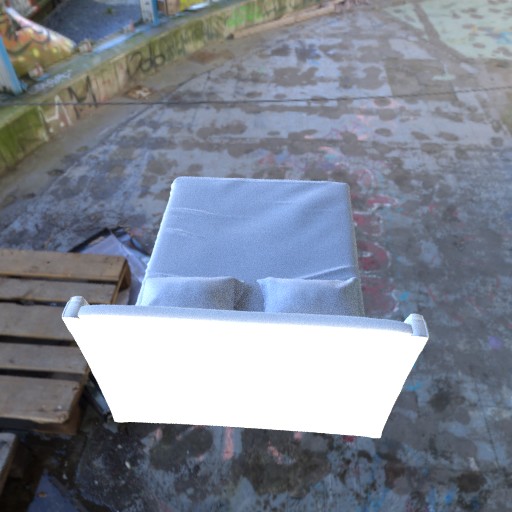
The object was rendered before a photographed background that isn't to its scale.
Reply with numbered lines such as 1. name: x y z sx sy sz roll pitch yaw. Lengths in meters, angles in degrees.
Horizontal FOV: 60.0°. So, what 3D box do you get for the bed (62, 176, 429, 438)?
1. bed: 0.000 0.000 3.508 1.925 1.332 2.276 3 46 3
